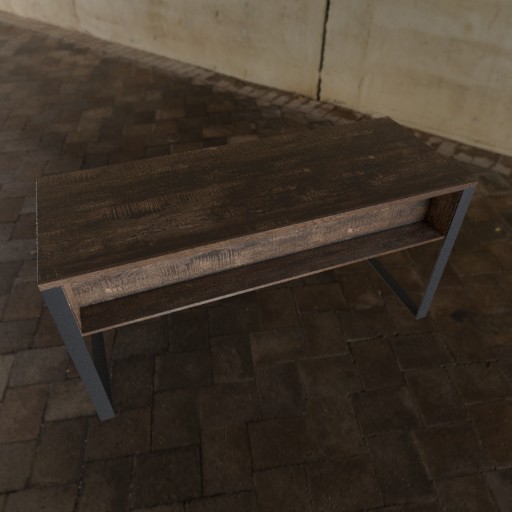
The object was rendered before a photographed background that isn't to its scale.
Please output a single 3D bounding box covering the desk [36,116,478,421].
[{"bbox_3d":[0.000,0.000,1.897,1.524,0.762,0.599,-14,44,-15],"label":"desk"}]
